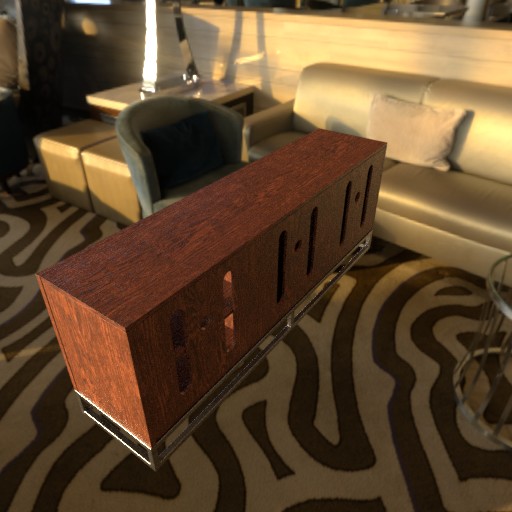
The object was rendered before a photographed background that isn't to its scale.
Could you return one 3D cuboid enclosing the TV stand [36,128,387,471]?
[{"bbox_3d":[0.000,0.000,1.780,0.382,0.578,1.541,22,39,29],"label":"TV stand"}]
